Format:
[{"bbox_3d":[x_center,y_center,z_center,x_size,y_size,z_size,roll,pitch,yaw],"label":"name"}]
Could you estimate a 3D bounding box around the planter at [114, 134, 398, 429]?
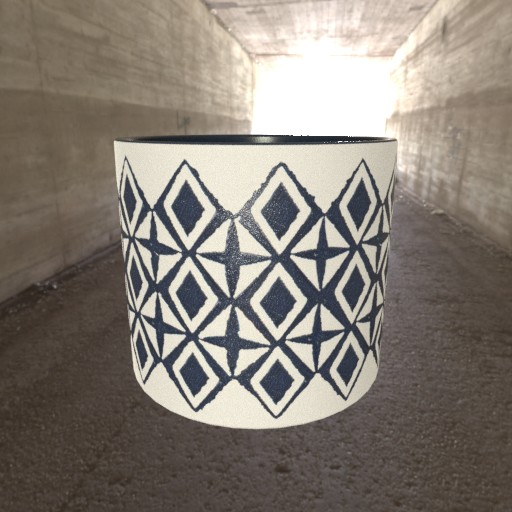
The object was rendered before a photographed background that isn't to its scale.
[{"bbox_3d":[0.000,0.000,0.278,0.159,0.144,0.159,0,17,0],"label":"planter"}]
